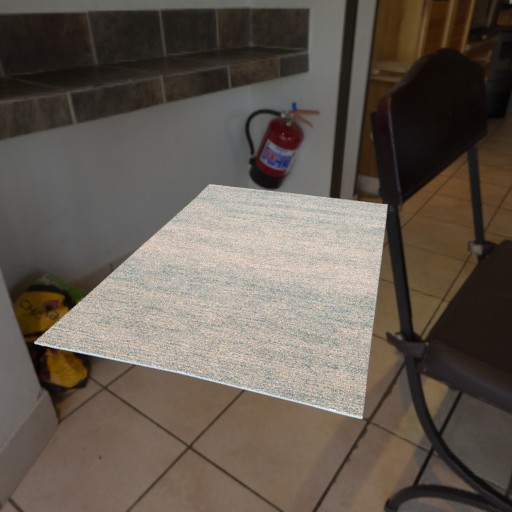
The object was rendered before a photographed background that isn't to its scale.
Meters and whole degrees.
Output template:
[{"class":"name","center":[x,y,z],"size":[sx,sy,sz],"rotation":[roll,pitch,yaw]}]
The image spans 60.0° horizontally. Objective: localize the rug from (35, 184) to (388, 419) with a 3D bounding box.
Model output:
[{"class":"rug","center":[0.000,0.000,2.959],"size":[1.613,0.030,2.306],"rotation":[9,31,15]}]
